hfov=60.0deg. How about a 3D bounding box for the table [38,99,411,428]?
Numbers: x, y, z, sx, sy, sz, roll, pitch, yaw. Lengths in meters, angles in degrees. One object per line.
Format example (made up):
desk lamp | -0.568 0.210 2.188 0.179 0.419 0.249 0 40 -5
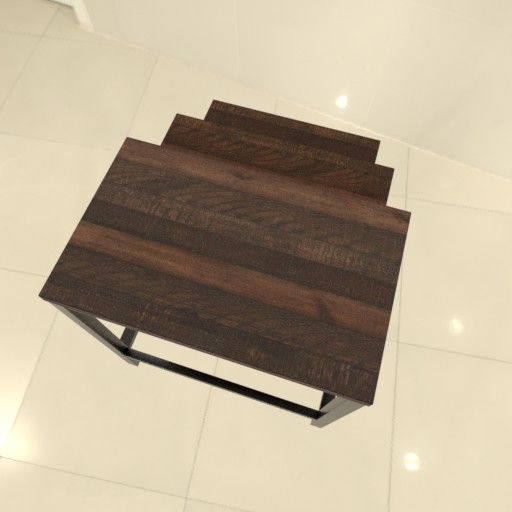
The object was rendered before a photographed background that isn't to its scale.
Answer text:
table | 0.000 0.000 1.164 0.608 0.616 0.660 16 66 7
